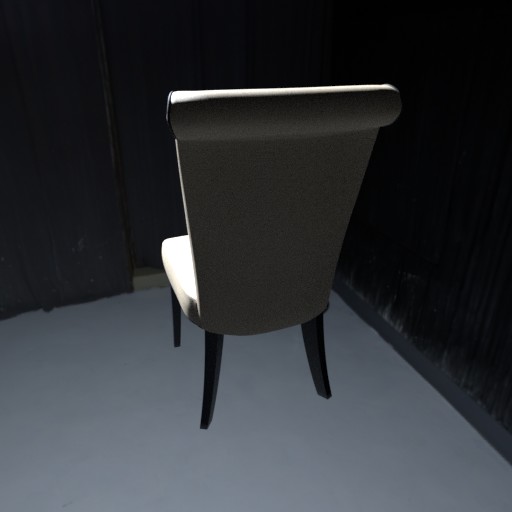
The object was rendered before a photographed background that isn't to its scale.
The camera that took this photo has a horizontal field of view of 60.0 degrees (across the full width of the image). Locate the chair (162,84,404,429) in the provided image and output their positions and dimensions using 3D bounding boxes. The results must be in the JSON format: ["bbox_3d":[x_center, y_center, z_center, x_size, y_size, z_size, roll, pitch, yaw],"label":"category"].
[{"bbox_3d":[0.000,0.000,1.333,0.522,0.997,0.623,-8,27,-16],"label":"chair"}]
